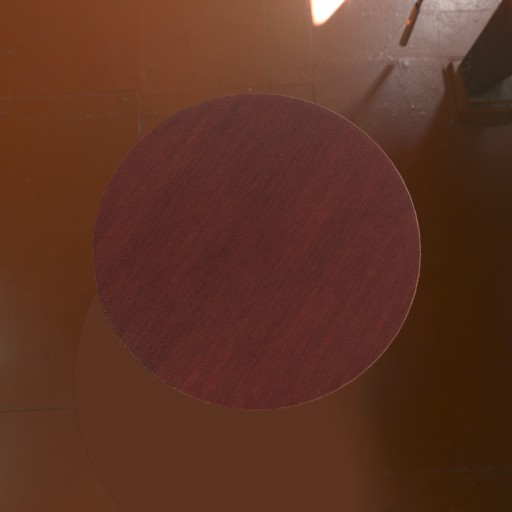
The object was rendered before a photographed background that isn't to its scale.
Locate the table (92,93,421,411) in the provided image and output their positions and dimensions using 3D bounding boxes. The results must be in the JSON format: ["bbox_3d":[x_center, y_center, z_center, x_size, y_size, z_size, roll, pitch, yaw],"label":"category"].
[{"bbox_3d":[0.000,0.000,1.617,1.029,0.486,1.029,0,76,0],"label":"table"}]
